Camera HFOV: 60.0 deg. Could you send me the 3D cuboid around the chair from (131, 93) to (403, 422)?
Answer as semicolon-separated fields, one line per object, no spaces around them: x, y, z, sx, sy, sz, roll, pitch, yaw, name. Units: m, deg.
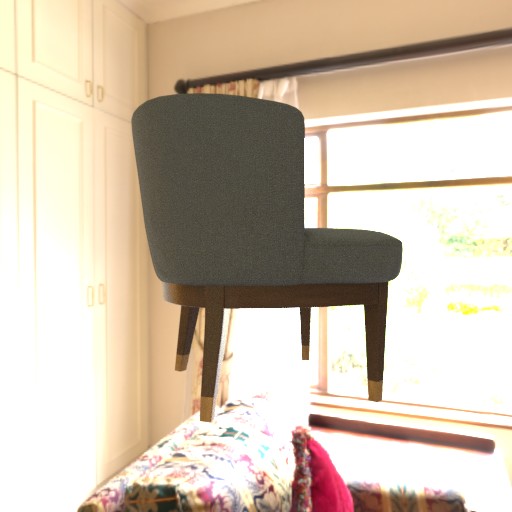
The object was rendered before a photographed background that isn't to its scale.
0.000;0.000;1.301;0.702;0.760;0.661;0;1;-18;chair
